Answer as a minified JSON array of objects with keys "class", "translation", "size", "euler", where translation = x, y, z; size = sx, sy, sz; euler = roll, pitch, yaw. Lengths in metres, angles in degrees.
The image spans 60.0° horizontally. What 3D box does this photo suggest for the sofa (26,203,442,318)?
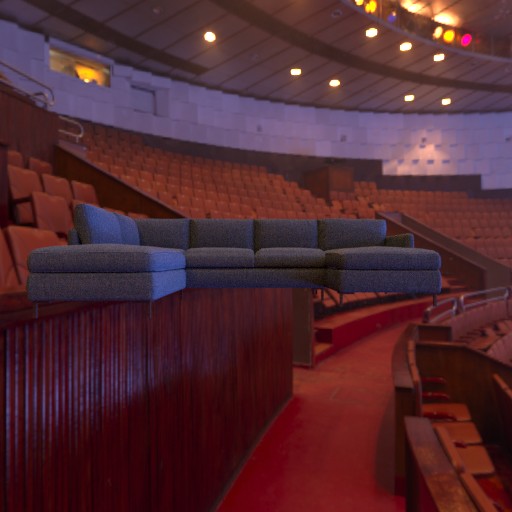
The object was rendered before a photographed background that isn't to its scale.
[{"class":"sofa","translation":[0.000,0.000,3.542],"size":[2.737,0.753,1.879],"euler":[0,0,0]}]
